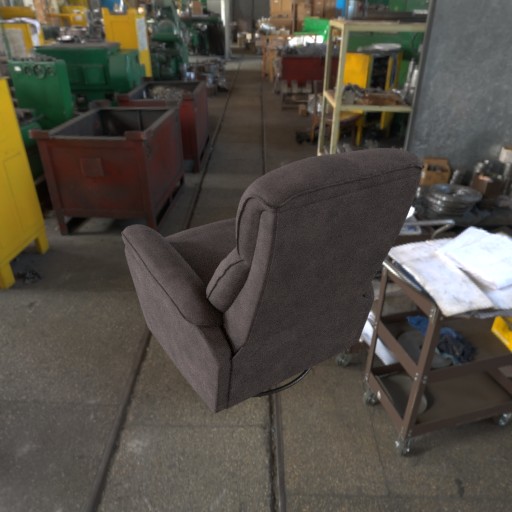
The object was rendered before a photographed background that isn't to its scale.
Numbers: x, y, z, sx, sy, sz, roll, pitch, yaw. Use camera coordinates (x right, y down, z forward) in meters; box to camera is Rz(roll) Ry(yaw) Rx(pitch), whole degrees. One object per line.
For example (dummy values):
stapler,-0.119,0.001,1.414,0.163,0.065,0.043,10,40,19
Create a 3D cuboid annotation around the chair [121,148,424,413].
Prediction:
chair,0.000,0.000,1.765,0.830,1.035,1.009,-18,34,-28
